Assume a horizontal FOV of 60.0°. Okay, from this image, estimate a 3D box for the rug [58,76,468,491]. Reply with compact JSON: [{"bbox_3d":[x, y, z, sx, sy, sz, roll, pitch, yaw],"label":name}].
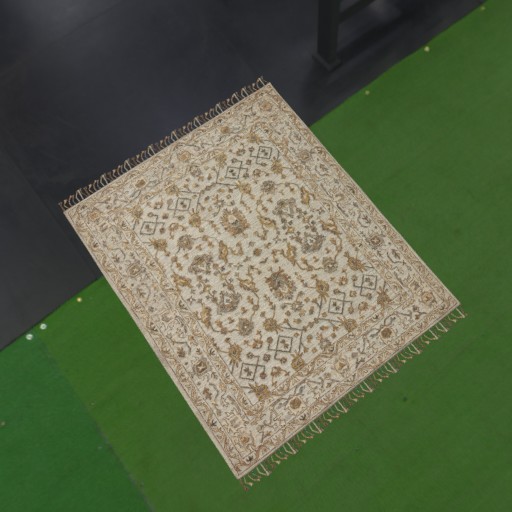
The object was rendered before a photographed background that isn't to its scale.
[{"bbox_3d":[0.000,0.000,4.031,2.426,0.034,3.061,-35,77,-9],"label":"rug"}]
